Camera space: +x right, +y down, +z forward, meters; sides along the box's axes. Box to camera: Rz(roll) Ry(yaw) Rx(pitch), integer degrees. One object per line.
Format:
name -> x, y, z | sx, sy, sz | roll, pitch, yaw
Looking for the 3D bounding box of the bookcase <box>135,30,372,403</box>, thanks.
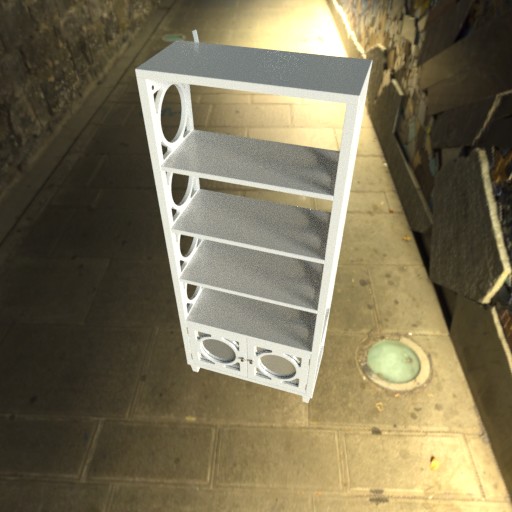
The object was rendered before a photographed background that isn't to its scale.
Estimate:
bookcase -> 0.000, 0.000, 2.133 | 0.761, 1.869, 0.361 | 12, 43, 13
